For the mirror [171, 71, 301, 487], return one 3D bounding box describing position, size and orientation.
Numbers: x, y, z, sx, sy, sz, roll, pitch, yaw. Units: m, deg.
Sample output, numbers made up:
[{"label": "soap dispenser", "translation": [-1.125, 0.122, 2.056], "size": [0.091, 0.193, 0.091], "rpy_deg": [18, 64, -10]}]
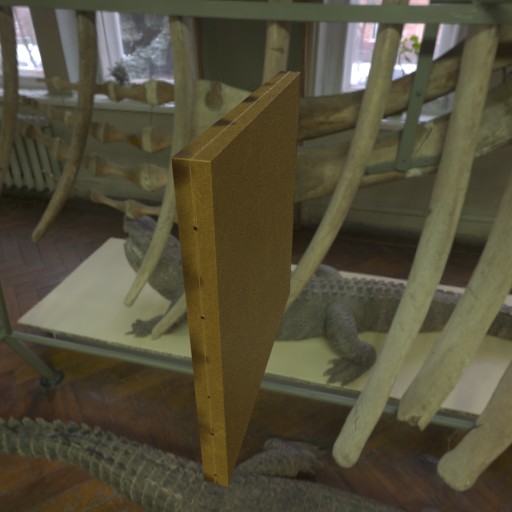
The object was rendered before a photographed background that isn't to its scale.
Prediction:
[{"label": "mirror", "translation": [0.000, 0.000, 0.749], "size": [0.042, 0.507, 0.509], "rpy_deg": [8, 32, 12]}]
